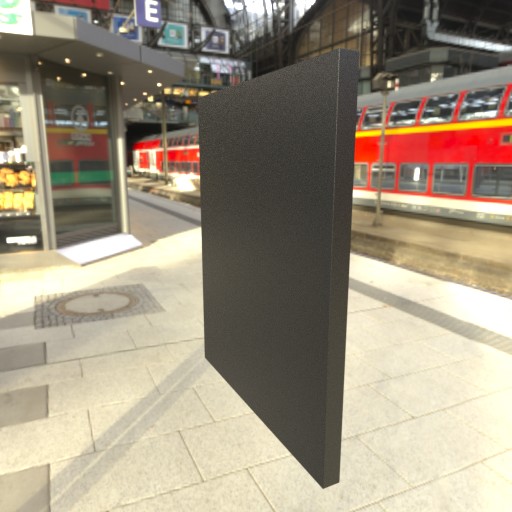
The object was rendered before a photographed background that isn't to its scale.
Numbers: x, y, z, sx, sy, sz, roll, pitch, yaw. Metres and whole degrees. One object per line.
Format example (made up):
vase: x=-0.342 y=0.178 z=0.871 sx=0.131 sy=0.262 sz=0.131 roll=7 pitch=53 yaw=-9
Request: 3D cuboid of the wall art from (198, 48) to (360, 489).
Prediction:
wall art: x=0.000 y=0.000 z=0.748 sx=0.028 sy=0.557 sz=0.457 roll=-6 pitch=14 yaw=-26
